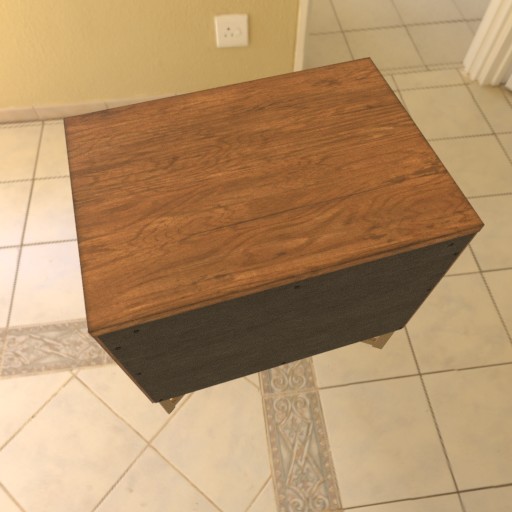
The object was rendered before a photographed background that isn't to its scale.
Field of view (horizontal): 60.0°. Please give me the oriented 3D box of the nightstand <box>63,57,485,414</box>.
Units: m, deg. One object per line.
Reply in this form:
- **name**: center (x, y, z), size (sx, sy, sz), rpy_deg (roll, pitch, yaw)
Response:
- **nightstand**: center (0.000, 0.000, 1.014), size (0.610, 0.610, 0.446), rpy_deg (-15, 60, -8)
